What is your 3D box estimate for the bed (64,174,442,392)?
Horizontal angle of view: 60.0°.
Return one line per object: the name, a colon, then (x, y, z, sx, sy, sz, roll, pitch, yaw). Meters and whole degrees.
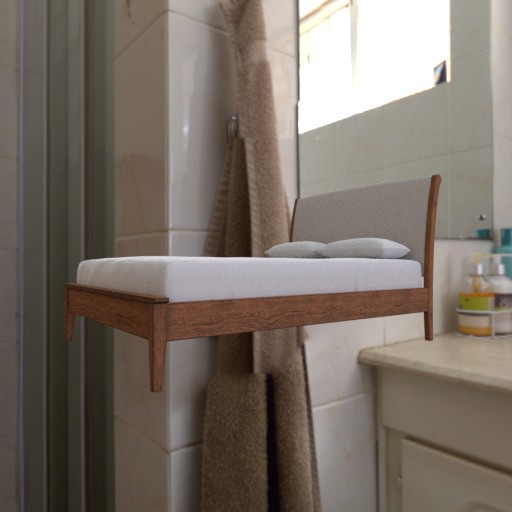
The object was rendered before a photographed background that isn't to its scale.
bed: (0.000, 0.000, 3.005, 2.108, 1.135, 1.502, 1, -1, -36)
